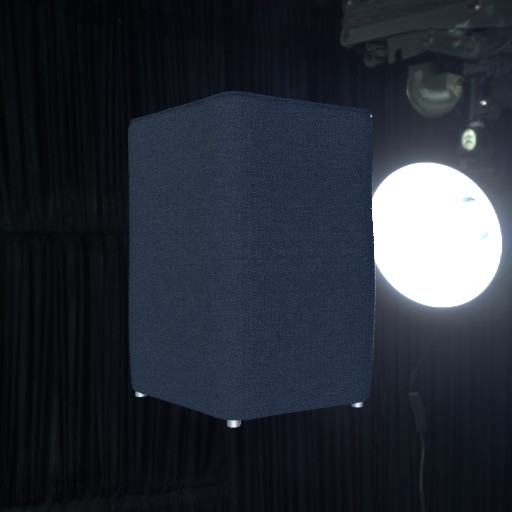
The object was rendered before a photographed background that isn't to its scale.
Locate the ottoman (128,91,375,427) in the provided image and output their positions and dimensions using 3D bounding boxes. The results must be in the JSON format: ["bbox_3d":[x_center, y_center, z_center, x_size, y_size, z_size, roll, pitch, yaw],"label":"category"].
[{"bbox_3d":[0.000,0.000,0.887,0.492,0.505,0.454,0,1,-18],"label":"ottoman"}]
